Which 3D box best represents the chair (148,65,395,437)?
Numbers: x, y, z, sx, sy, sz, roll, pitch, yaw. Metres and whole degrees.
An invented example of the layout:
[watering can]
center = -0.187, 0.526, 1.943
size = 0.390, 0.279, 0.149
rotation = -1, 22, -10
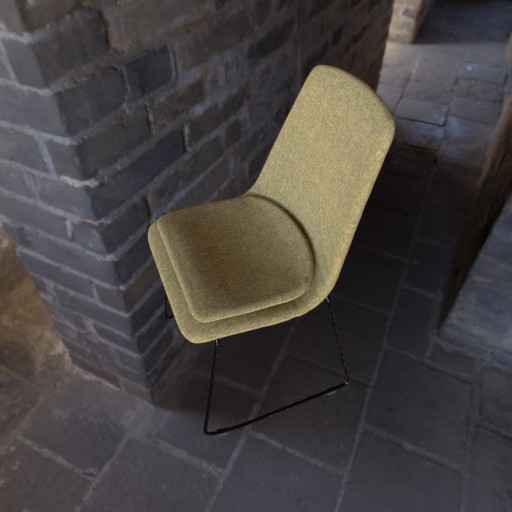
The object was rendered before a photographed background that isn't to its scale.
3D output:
[chair]
center = 0.000, 0.000, 1.157
size = 0.496, 0.849, 0.479
rotation = -16, 47, -16
